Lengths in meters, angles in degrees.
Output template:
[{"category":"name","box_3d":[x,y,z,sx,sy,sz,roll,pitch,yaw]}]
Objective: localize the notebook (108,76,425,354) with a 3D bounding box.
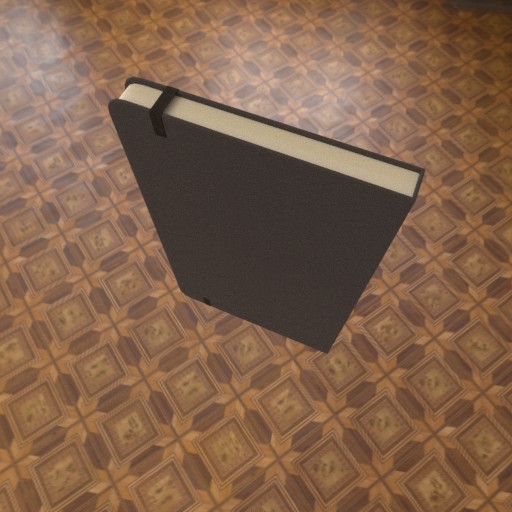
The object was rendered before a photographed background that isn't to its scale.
[{"category":"notebook","box_3d":[0.000,0.000,0.263,0.127,0.213,0.016,21,65,10]}]
